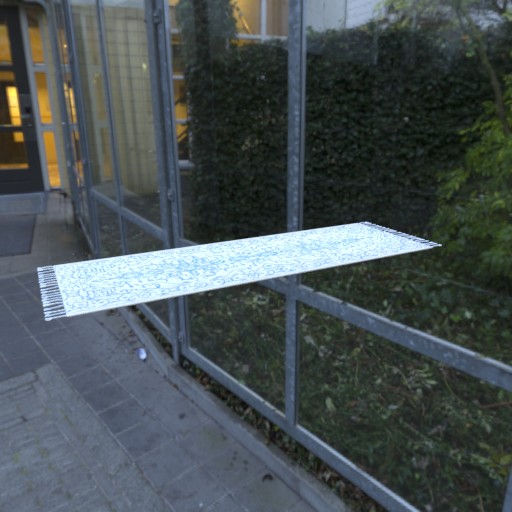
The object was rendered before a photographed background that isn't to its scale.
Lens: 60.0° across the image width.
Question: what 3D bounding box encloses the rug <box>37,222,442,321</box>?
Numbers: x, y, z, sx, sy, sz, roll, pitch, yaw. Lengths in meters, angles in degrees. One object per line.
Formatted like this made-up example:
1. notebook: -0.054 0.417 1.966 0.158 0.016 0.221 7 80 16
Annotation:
1. rug: 0.000 0.000 2.765 2.449 0.011 0.774 -9 20 -26
